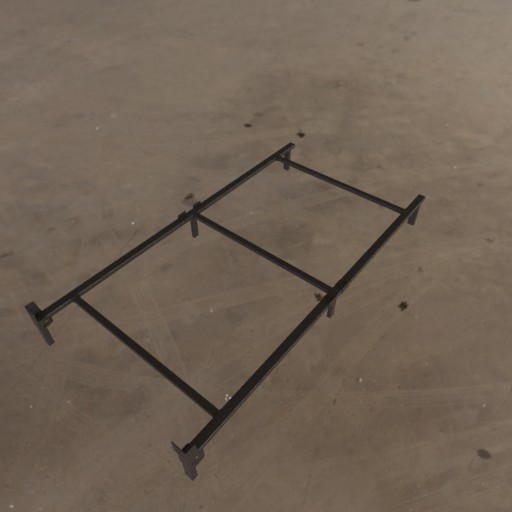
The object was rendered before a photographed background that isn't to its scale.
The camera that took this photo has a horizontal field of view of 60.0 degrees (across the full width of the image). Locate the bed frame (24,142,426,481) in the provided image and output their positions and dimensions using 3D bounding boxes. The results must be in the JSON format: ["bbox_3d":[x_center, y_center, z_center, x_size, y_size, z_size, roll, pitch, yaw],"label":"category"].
[{"bbox_3d":[0.000,0.000,2.254,0.968,0.248,1.897,30,52,27],"label":"bed frame"}]
